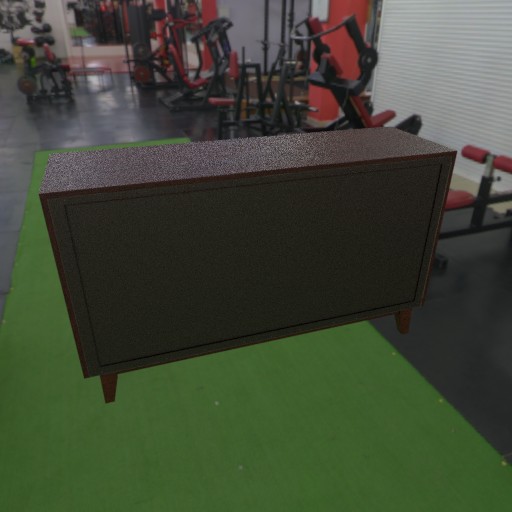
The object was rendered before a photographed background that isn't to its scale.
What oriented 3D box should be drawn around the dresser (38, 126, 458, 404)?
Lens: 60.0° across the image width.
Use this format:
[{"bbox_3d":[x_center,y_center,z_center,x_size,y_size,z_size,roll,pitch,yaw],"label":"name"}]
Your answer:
[{"bbox_3d":[0.000,0.000,2.057,1.609,0.971,0.499,-9,30,-16],"label":"dresser"}]
